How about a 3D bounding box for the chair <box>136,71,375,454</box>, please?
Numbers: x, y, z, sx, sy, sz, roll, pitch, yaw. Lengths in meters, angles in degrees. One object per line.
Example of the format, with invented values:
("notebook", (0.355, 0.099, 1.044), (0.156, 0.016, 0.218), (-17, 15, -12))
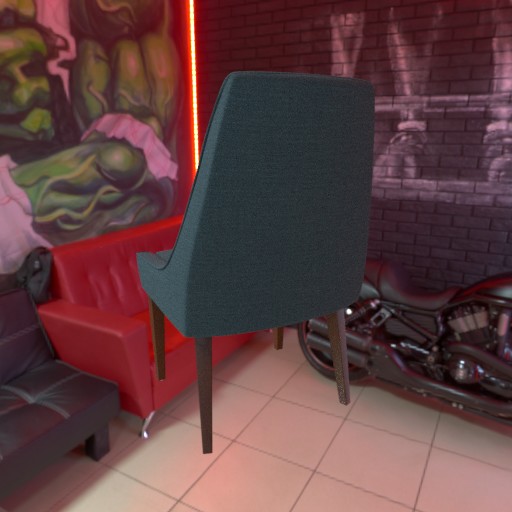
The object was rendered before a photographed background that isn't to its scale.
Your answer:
("chair", (0.000, 0.000, 1.199), (0.529, 0.861, 0.544), (-8, 17, -27))
